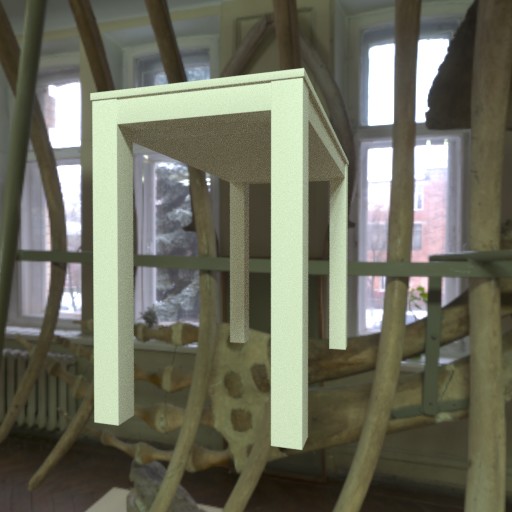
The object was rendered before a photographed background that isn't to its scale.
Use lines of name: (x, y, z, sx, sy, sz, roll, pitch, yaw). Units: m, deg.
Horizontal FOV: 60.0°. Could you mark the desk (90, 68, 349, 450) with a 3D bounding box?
desk: (0.000, 0.000, 1.427, 0.497, 0.762, 0.990, 0, 1, 17)
